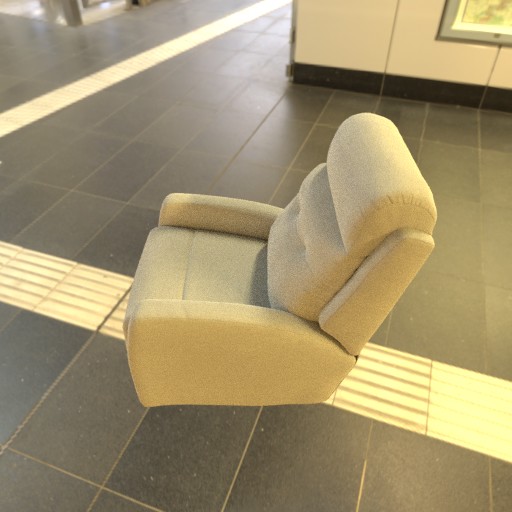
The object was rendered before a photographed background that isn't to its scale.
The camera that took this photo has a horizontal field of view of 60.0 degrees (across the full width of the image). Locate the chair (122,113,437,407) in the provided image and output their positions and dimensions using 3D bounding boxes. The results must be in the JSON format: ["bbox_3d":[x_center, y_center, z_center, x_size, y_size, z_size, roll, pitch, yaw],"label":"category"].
[{"bbox_3d":[0.000,0.000,1.746,1.043,1.013,0.798,0,42,0],"label":"chair"}]
